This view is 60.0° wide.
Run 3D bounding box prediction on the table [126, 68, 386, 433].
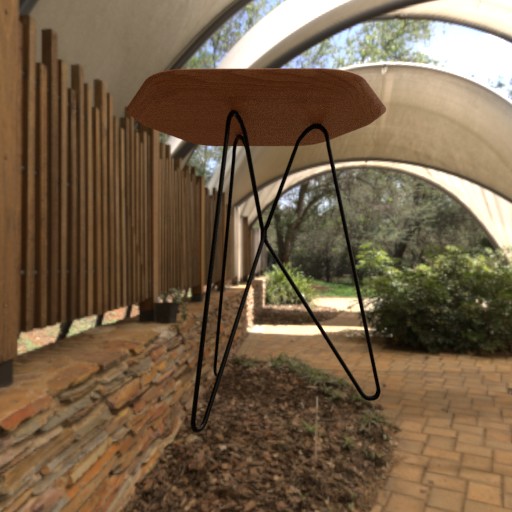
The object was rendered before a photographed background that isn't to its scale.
[{"bbox_3d":[0.000,0.000,0.862,0.500,0.562,0.400,0,0,1],"label":"table"}]
